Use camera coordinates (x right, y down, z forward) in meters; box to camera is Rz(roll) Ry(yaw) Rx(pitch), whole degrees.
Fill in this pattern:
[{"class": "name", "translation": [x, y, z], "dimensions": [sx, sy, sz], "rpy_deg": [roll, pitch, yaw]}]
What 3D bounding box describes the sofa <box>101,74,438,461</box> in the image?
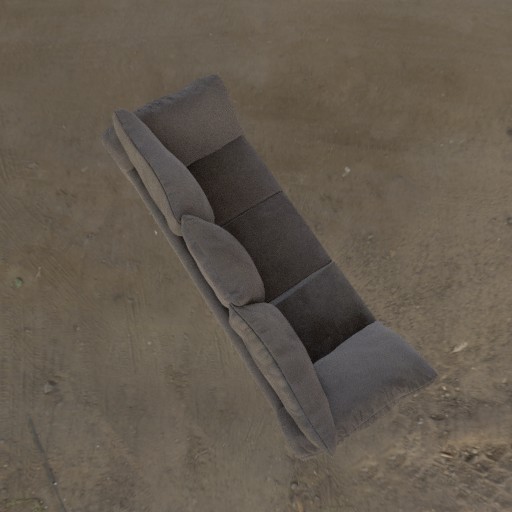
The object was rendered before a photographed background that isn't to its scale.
[{"class": "sofa", "translation": [0.000, 0.000, 2.797], "dimensions": [0.878, 1.073, 2.336], "rpy_deg": [-32, 78, -8]}]
